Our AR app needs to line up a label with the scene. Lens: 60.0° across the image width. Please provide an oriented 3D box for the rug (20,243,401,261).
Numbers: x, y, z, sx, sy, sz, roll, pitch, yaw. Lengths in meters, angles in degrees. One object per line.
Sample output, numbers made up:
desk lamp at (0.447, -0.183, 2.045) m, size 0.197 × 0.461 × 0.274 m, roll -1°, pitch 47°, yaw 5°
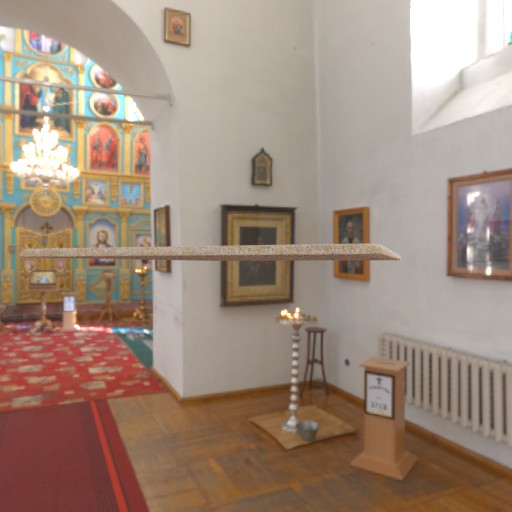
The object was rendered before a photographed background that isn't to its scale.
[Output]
rug at (0.000, 0.000, 3.343) m, size 2.009 × 0.048 × 2.528 m, roll 0°, pitch -1°, yaw 20°
